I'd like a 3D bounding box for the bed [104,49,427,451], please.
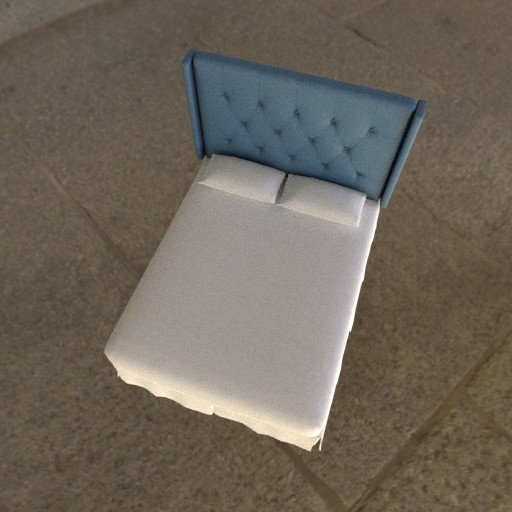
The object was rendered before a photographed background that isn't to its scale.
[{"bbox_3d":[0.000,0.000,3.250,1.719,1.665,2.078,17,61,10],"label":"bed"}]
